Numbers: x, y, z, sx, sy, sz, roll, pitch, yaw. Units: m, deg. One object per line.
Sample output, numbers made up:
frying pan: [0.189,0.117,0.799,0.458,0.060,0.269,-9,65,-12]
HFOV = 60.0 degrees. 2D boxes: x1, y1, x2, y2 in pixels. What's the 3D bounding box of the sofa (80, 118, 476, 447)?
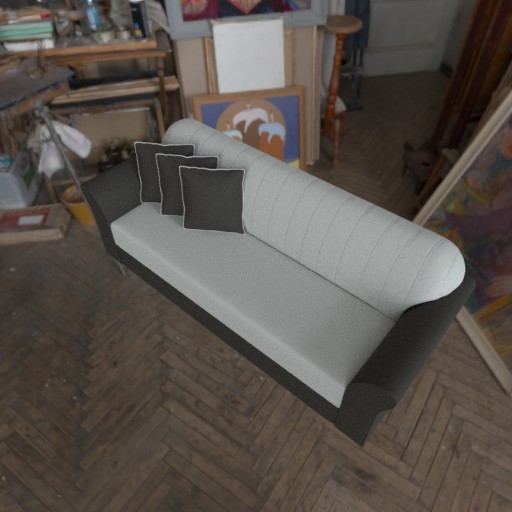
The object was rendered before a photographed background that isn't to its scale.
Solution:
sofa: [0.000,0.000,2.406,2.001,0.787,0.755,32,54,27]
